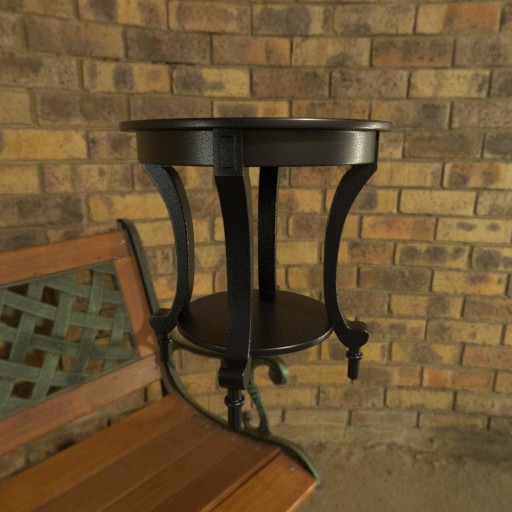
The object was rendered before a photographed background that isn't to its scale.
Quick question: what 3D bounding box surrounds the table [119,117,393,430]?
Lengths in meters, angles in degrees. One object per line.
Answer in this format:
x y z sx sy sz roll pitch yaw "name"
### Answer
0.000 0.000 1.084 0.597 0.618 0.597 0 14 0 "table"
